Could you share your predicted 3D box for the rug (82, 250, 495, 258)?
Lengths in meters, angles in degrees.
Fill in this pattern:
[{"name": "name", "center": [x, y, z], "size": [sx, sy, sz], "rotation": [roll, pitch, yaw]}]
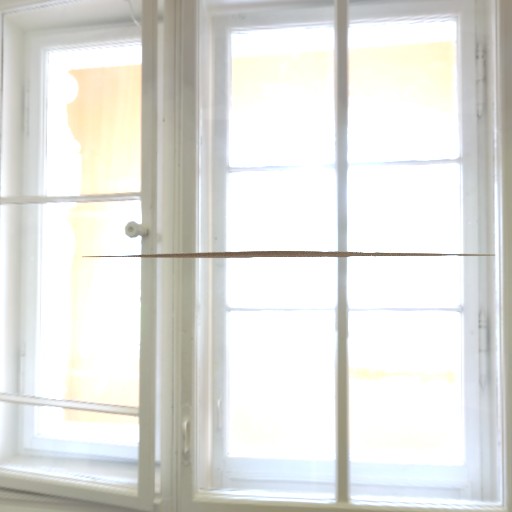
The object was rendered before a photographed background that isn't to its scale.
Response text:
[{"name": "rug", "center": [0.000, 0.000, 2.299], "size": [1.234, 0.006, 1.850], "rotation": [1, -1, -37]}]
